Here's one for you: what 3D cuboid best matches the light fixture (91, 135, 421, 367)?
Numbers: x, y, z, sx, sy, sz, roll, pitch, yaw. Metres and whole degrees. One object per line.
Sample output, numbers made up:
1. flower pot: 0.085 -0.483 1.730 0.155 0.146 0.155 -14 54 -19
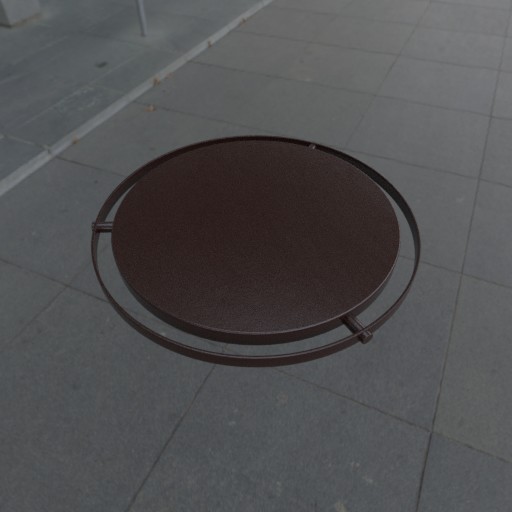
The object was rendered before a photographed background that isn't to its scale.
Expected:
1. light fixture: 0.000 0.000 0.543 0.361 0.130 0.361 0 46 0
